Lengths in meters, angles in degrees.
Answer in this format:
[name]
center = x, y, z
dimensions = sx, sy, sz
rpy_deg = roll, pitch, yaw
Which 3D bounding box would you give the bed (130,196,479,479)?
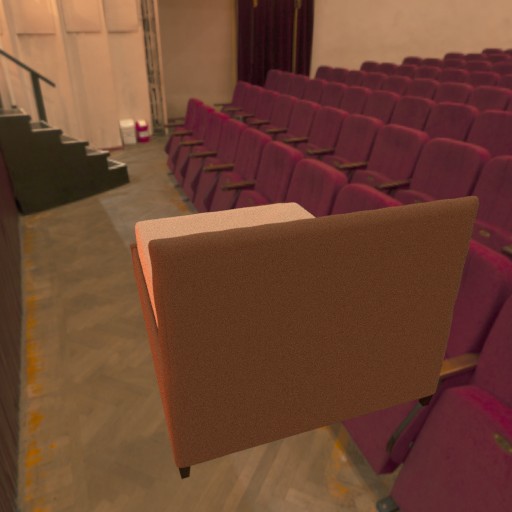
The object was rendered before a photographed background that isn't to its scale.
[bed]
center = 0.000, 0.000, 3.261
dimensions = 1.696, 1.426, 2.233
rpy_deg = -9, 28, -17
